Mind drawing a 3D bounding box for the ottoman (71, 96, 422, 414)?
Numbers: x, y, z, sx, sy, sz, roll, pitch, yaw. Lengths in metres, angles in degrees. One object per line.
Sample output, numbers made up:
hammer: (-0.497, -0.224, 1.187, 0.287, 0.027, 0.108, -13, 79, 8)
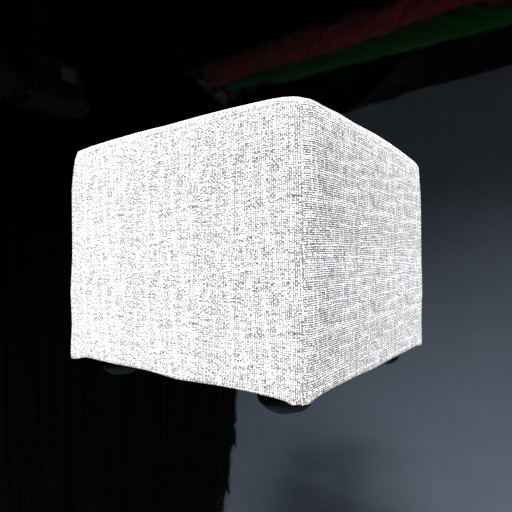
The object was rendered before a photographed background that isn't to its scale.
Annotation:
ottoman: (0.000, 0.000, 0.892, 0.521, 0.453, 0.512, -1, -1, 36)
